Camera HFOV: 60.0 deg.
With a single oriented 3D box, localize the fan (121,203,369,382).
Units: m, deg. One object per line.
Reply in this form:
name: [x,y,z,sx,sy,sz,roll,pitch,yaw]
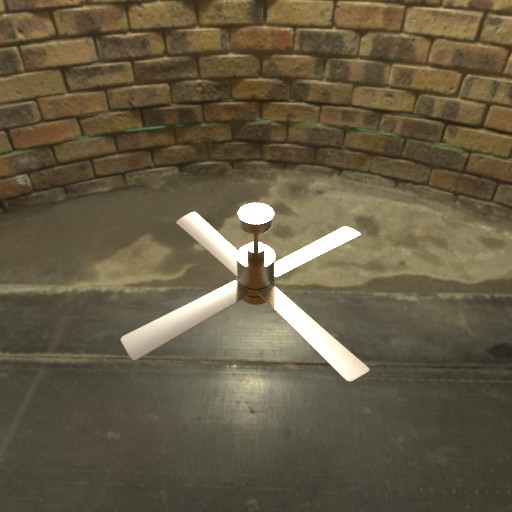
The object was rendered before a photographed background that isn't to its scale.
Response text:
fan: [0.000,0.000,2.298,1.525,0.539,1.525,-26,47,-27]
